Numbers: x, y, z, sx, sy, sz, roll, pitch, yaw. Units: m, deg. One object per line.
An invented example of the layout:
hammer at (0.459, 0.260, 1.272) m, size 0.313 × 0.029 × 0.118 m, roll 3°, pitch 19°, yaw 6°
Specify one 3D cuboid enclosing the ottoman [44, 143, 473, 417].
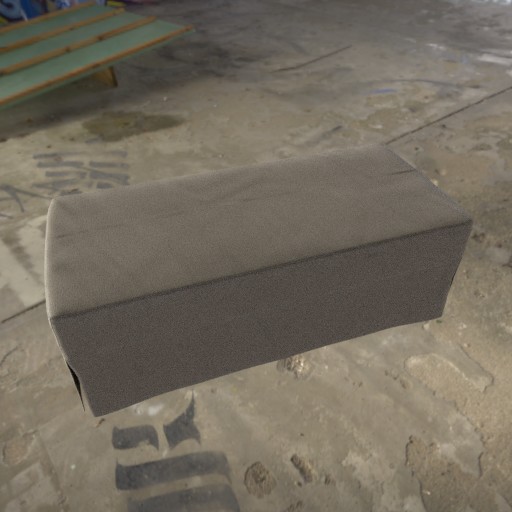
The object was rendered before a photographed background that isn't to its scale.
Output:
ottoman at (0.000, 0.000, 1.649) m, size 1.388 × 0.457 × 0.665 m, roll -13°, pitch 42°, yaw -14°
